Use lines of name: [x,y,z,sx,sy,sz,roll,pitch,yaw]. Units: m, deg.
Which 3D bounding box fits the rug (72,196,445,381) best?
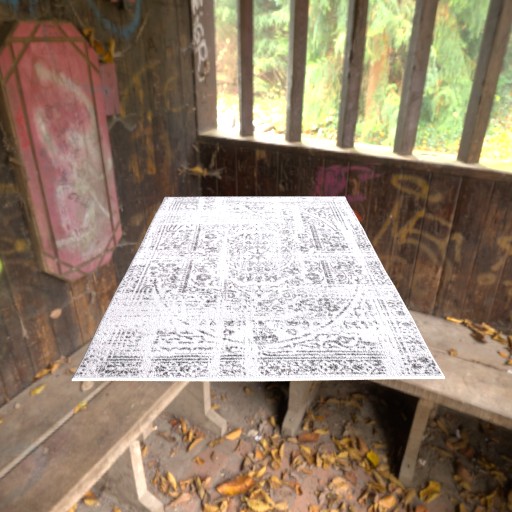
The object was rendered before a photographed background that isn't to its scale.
rug: [0.000,0.000,3.087,1.706,0.026,2.438,0,27,0]
